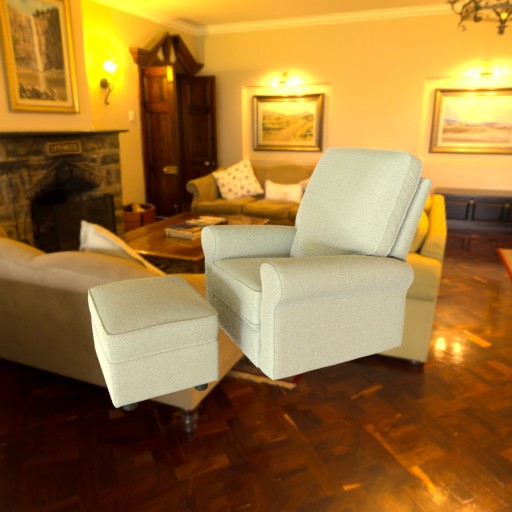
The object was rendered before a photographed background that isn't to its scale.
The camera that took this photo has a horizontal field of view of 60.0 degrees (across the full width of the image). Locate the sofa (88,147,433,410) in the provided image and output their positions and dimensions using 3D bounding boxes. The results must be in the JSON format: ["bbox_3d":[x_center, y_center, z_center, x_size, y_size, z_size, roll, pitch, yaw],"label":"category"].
[{"bbox_3d":[0.000,0.000,2.083,1.478,0.959,0.880,-8,18,-26],"label":"sofa"}]
